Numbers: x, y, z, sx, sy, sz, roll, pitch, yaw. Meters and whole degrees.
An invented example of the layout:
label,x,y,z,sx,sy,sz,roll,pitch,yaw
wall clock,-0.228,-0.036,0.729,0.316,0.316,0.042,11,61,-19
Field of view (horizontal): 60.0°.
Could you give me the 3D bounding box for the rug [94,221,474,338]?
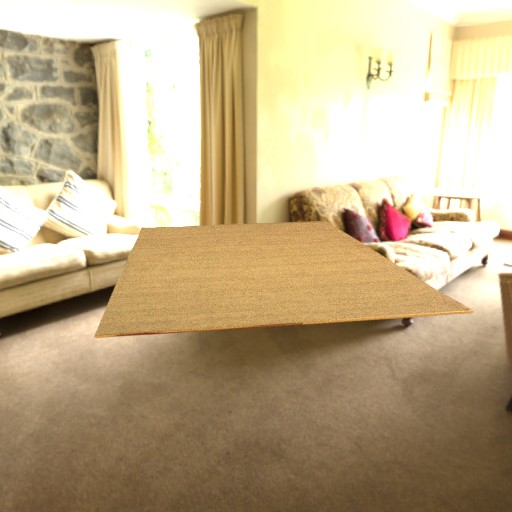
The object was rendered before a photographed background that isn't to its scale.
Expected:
label,x,y,z,sx,sy,sz,roll,pitch,yaw
rug,0.000,0.000,4.281,2.434,0.045,3.202,-2,16,-9
